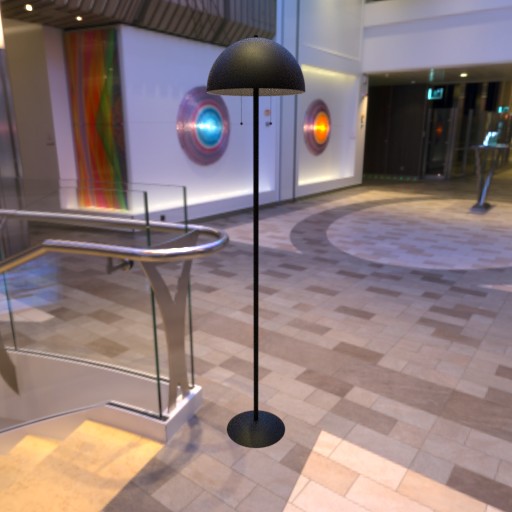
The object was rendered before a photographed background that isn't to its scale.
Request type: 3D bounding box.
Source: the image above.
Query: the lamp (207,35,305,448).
[{"bbox_3d":[0.000,0.000,1.633,0.328,1.480,0.328,-3,16,-9],"label":"lamp"}]
